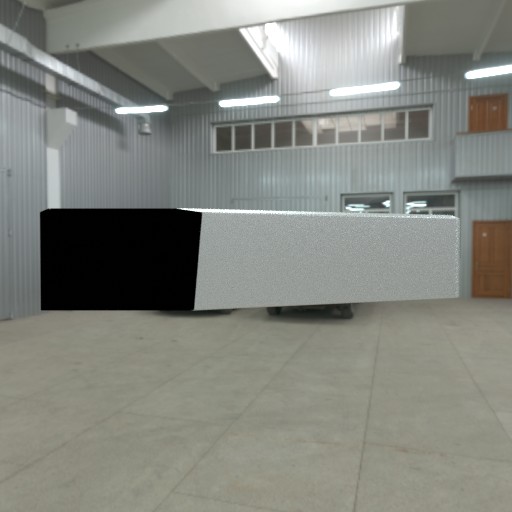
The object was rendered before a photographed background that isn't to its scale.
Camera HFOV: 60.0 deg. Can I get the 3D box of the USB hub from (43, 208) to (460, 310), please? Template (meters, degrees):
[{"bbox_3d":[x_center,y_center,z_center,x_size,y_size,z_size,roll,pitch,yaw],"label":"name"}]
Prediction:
[{"bbox_3d":[0.000,0.000,0.128,0.110,0.023,0.044,-1,2,-18],"label":"USB hub"}]
